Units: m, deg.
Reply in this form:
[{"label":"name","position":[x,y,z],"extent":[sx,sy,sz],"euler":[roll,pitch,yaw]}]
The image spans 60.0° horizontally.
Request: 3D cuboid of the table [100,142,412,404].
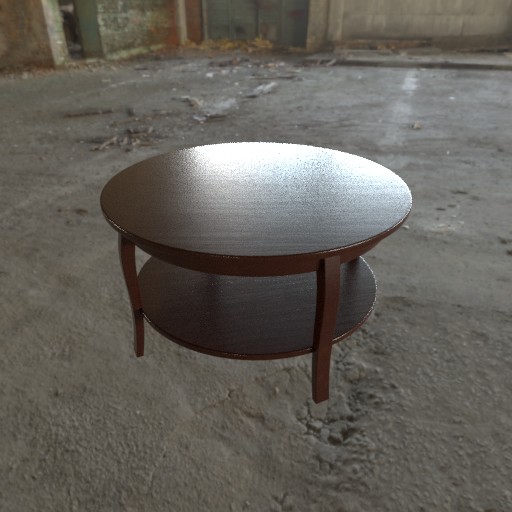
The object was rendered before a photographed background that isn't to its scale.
[{"label":"table","position":[0.000,0.000,1.477],"extent":[0.911,0.512,0.911],"euler":[0,30,0]}]
